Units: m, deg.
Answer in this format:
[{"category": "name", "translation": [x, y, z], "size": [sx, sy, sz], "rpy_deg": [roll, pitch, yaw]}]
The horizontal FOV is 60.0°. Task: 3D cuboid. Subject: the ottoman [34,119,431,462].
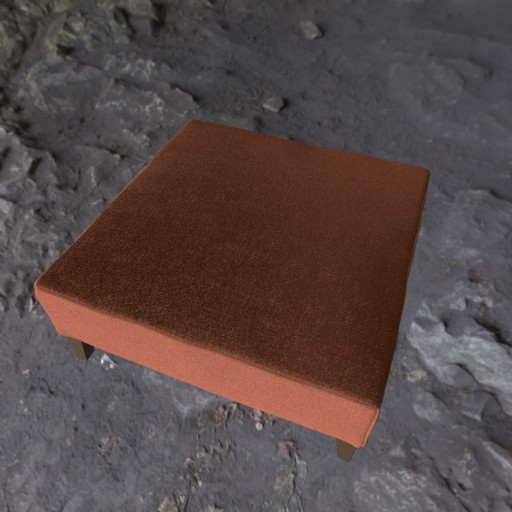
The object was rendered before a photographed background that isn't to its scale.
[{"category": "ottoman", "translation": [0.000, 0.000, 1.543], "size": [0.999, 0.438, 0.997], "rpy_deg": [16, 49, 15]}]
